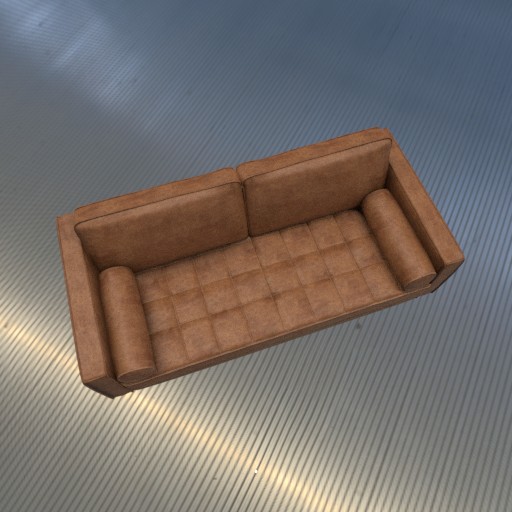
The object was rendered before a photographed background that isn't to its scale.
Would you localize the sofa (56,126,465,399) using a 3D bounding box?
[{"bbox_3d":[0.000,0.000,2.418,1.920,0.825,0.924,-17,65,-8],"label":"sofa"}]
